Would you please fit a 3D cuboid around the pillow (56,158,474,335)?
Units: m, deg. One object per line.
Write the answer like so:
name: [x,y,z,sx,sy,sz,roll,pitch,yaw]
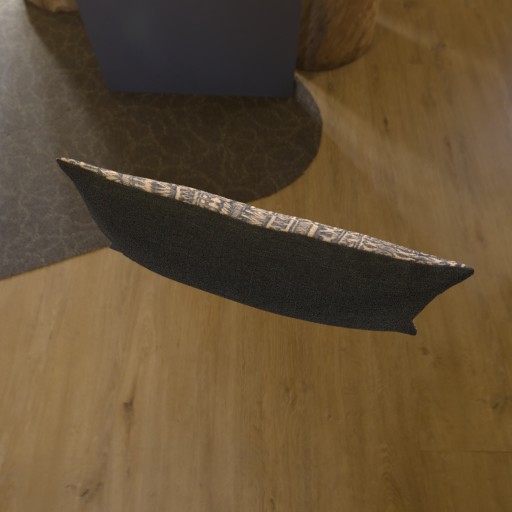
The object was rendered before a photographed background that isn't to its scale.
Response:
pillow: [0.000,0.000,0.743,0.631,0.292,0.148,16,65,7]
